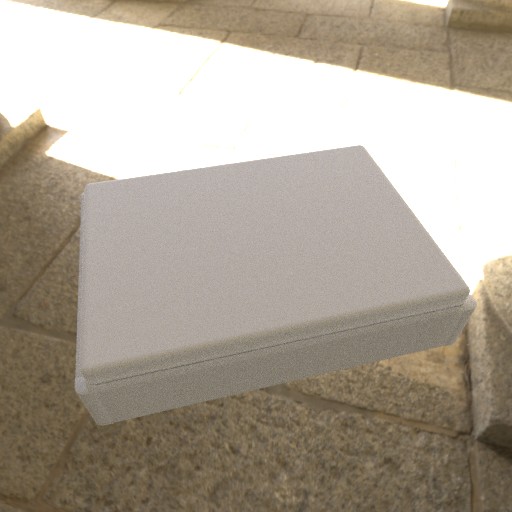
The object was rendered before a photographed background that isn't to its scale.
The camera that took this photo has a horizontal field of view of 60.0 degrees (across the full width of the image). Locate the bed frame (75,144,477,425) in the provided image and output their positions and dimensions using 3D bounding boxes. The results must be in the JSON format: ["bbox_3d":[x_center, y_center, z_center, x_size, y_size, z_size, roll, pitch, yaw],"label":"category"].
[{"bbox_3d":[0.000,0.000,2.541,1.900,0.406,1.400,-10,48,-10],"label":"bed frame"}]
